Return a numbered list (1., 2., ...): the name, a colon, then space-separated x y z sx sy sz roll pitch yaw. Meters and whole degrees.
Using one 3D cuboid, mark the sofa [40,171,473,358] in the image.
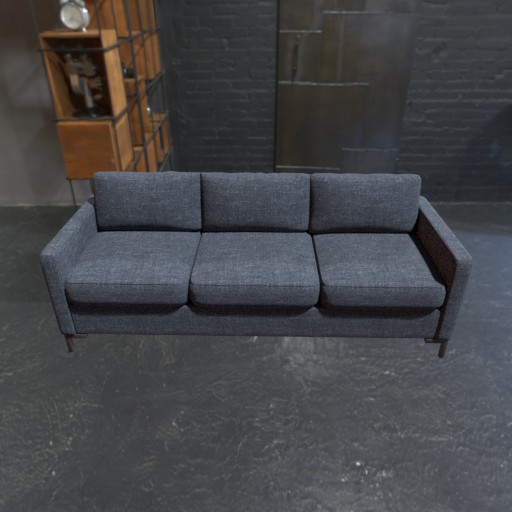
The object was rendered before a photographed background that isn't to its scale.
1. sofa: 0.000 0.000 2.699 2.218 0.874 0.859 1 30 1
